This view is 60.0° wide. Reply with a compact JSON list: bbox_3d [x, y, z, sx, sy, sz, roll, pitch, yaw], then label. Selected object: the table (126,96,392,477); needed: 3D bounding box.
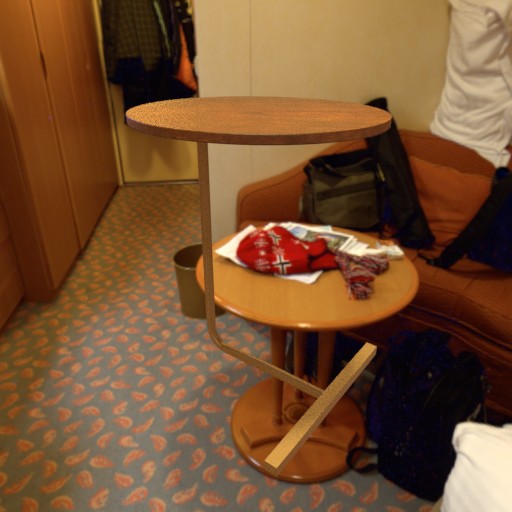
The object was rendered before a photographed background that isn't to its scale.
[{"bbox_3d":[0.000,0.000,1.121,0.577,0.706,0.530,18,31,33],"label":"table"}]
